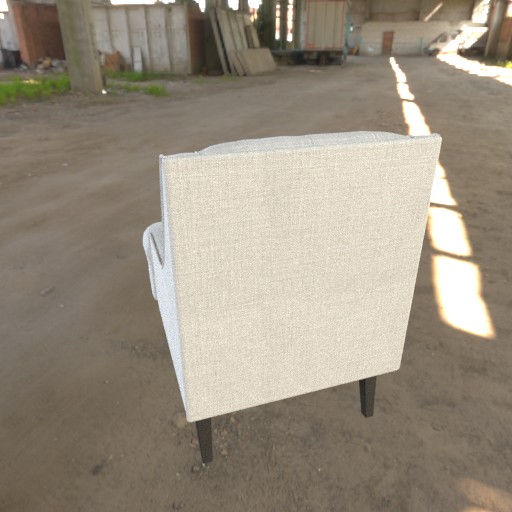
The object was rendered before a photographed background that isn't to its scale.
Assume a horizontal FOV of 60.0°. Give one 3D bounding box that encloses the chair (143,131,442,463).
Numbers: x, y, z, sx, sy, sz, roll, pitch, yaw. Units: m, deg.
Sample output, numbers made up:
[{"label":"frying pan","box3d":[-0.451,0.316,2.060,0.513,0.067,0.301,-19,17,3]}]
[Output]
[{"label":"chair","box3d":[0.000,0.000,1.422,0.658,0.891,0.772,-9,28,-17]}]
